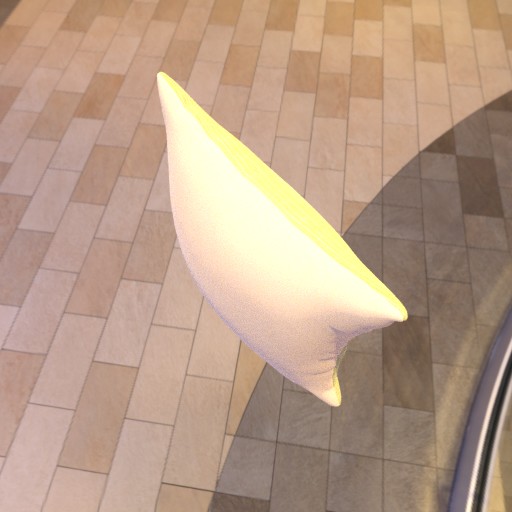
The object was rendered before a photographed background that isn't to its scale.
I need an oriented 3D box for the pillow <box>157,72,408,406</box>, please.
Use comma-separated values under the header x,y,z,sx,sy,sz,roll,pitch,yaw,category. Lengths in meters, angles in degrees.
x,y,z,sx,sy,sz,roll,pitch,yaw,category
0.000,0.000,0.819,0.229,0.487,0.560,-34,65,-18,pillow
